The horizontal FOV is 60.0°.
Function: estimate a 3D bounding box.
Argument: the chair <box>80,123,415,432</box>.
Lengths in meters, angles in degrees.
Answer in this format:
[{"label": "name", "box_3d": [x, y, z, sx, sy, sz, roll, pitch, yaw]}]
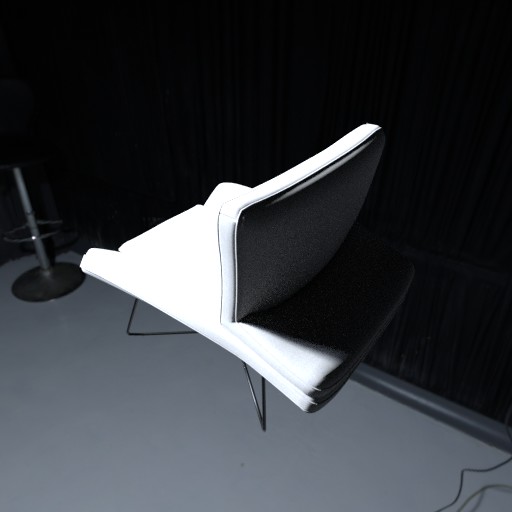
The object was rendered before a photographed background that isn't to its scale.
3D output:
[{"label": "chair", "box_3d": [0.000, 0.000, 1.635, 1.008, 0.855, 0.859, 21, 38, 30]}]
